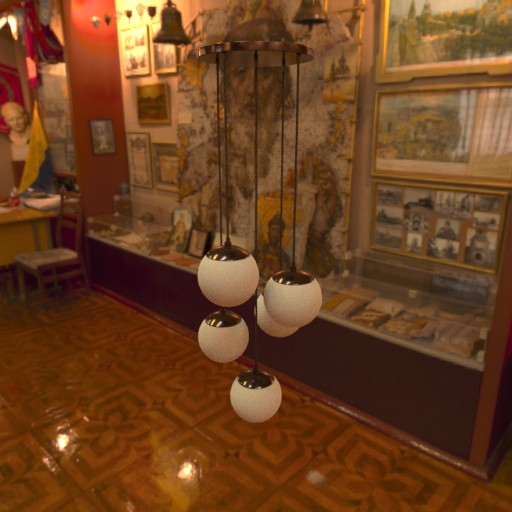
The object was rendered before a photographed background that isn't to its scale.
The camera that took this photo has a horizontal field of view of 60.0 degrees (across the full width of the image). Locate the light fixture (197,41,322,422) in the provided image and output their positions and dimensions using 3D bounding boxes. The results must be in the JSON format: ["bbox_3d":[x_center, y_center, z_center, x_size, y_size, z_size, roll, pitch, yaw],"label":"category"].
[{"bbox_3d":[0.000,0.000,1.501,0.489,1.271,0.484,-16,23,-42],"label":"light fixture"}]
